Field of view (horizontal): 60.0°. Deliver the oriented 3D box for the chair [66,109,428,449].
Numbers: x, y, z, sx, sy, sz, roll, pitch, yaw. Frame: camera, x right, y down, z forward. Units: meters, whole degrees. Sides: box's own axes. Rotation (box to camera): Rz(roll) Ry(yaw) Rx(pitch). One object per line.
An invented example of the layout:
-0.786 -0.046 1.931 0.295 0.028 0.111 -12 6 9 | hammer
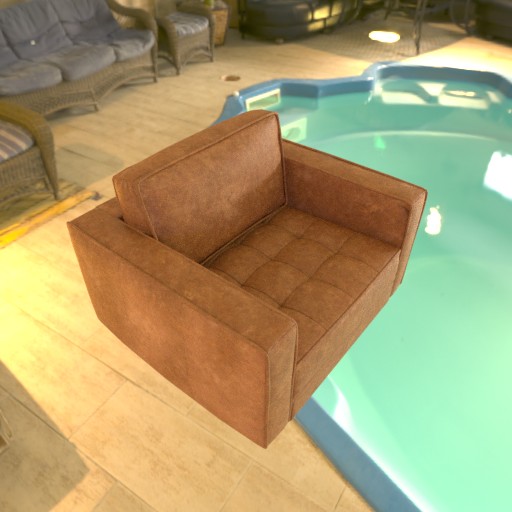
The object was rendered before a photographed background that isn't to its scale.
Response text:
0.000 0.000 1.535 0.798 0.767 0.928 27 47 29 | chair
